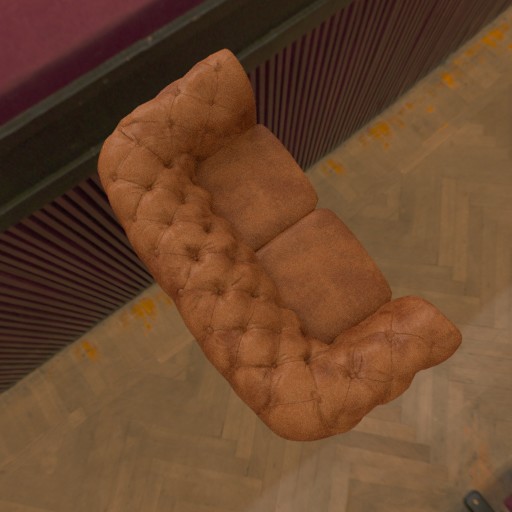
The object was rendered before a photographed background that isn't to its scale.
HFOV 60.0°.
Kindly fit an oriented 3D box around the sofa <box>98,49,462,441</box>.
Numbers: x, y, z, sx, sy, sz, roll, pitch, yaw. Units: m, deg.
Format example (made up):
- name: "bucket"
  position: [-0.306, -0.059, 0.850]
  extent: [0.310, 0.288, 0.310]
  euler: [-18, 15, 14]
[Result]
- name: "sofa"
  position: [0.000, 0.000, 2.525]
  extent: [1.042, 0.877, 1.979]
  euler: [-35, 80, -7]
